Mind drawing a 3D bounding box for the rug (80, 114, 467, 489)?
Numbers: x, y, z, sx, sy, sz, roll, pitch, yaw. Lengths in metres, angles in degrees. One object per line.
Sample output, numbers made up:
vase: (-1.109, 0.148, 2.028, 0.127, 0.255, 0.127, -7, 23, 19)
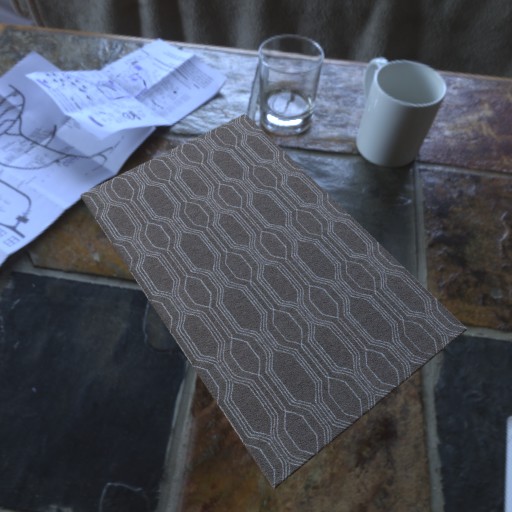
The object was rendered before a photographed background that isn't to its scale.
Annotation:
rug: (0.000, 0.000, 3.096, 1.541, 0.012, 2.457, -32, 64, -18)
